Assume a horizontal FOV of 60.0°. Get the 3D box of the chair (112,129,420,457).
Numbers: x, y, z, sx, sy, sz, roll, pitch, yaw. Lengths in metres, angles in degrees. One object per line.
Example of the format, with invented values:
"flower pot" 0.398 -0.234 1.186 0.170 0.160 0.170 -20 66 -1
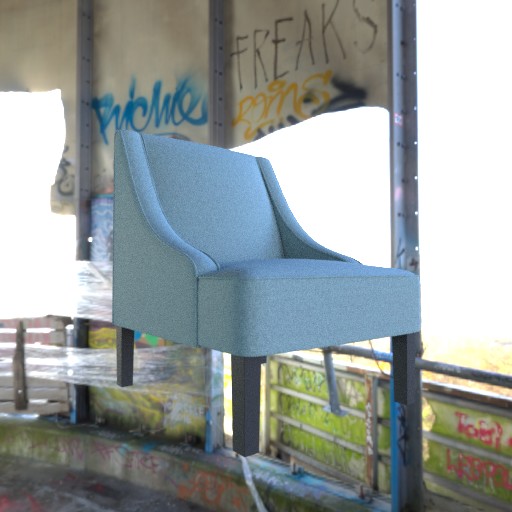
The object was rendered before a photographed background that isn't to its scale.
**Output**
"chair" 0.000 0.000 1.844 0.857 1.133 1.025 1 -2 -38
